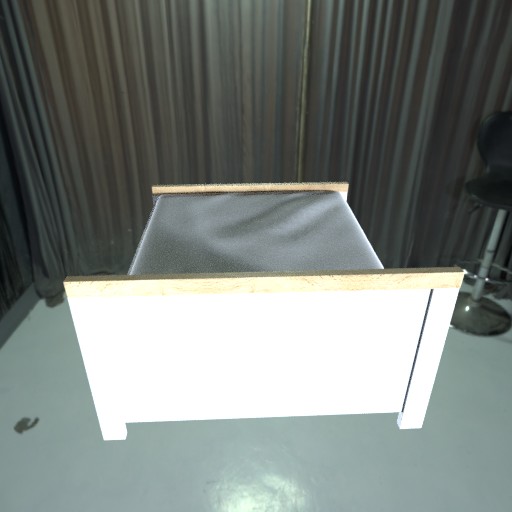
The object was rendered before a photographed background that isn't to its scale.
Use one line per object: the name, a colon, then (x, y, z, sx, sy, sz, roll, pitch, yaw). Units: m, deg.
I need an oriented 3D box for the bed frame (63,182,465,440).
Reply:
bed frame: (0.000, 0.000, 2.966, 1.670, 0.980, 2.050, -1, 30, -2)
